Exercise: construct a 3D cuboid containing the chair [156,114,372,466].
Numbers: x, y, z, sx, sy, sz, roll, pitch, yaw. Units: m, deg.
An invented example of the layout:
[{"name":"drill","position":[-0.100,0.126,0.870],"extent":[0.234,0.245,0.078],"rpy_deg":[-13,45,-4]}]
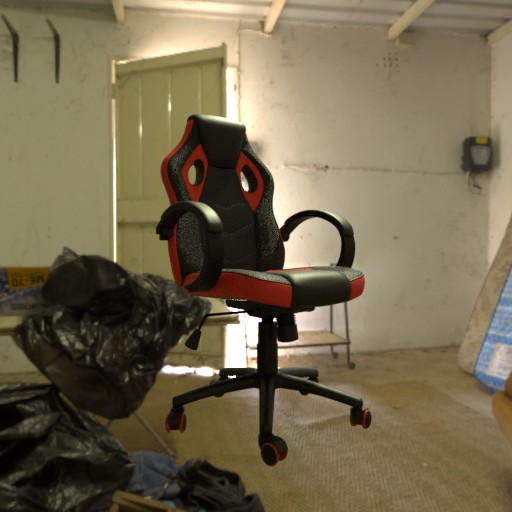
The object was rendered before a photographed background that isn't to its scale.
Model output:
[{"name":"chair","position":[0.000,0.000,1.408],"extent":[0.600,1.016,0.642],"rpy_deg":[-1,1,-34]}]
